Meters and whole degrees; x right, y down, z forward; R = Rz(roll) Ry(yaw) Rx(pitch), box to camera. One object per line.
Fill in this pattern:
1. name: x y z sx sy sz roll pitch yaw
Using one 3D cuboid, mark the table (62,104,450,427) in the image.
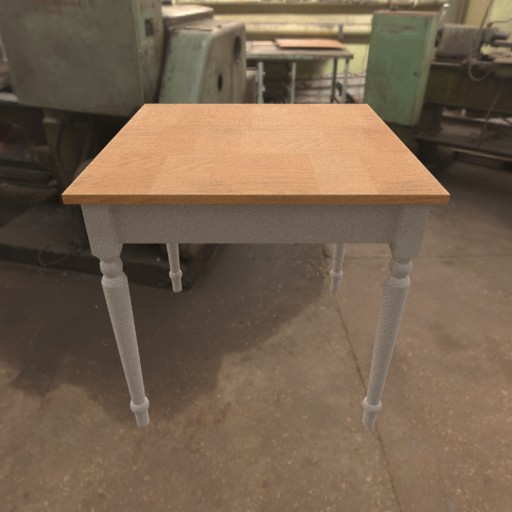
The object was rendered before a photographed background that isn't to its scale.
1. table: 0.000 0.000 1.362 0.747 0.738 0.747 0 32 0
